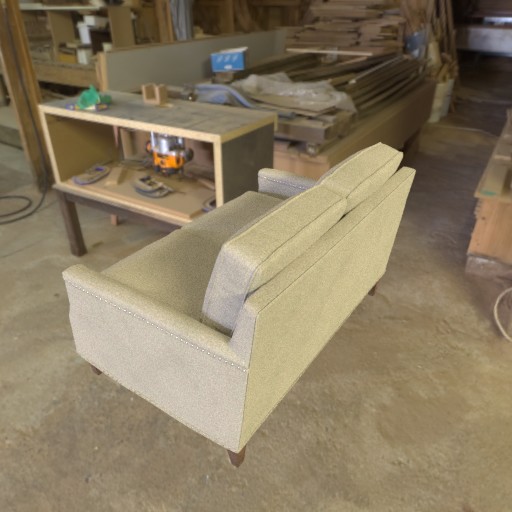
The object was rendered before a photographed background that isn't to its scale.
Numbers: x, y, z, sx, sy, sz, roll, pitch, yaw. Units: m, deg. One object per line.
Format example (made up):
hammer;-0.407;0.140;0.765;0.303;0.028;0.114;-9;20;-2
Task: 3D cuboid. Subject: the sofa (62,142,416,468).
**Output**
sofa;0.000;0.000;2.291;1.084;1.003;1.597;20;37;29
